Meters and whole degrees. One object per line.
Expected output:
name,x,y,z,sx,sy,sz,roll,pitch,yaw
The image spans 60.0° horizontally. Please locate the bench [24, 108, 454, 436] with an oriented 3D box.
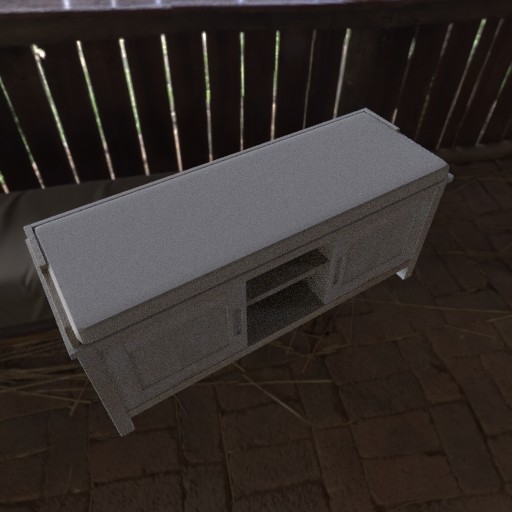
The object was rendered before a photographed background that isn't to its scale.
bench,0.000,0.000,1.370,1.140,0.501,0.398,-24,51,-21
